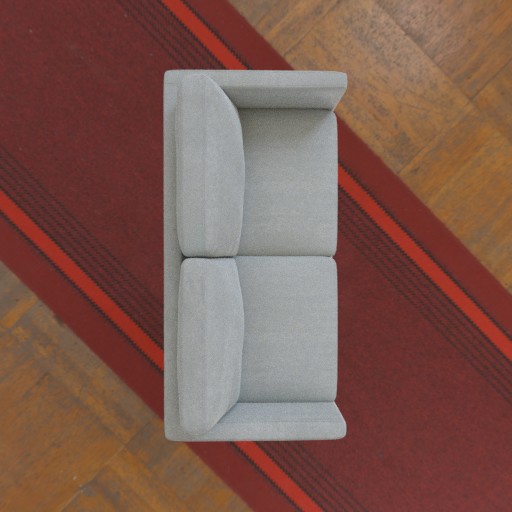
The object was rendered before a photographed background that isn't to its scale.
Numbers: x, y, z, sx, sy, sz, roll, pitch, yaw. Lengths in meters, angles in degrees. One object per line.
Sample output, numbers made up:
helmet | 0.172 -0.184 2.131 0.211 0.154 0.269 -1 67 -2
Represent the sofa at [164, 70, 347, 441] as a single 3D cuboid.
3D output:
sofa | 0.000 0.000 2.497 0.950 0.963 1.884 0 91 -1
